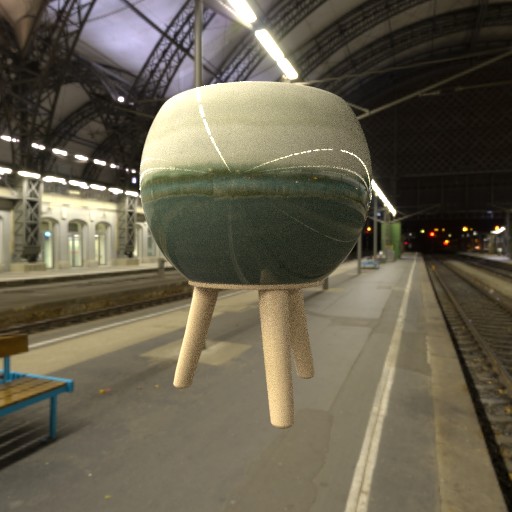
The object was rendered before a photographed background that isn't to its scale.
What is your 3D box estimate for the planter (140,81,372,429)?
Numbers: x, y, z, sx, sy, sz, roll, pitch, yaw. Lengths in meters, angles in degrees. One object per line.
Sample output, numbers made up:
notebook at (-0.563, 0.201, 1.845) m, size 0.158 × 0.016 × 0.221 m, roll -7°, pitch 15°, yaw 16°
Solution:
planter at (0.000, 0.000, 0.438) m, size 0.222 × 0.278 × 0.222 m, roll 0°, pitch 1°, yaw 0°
